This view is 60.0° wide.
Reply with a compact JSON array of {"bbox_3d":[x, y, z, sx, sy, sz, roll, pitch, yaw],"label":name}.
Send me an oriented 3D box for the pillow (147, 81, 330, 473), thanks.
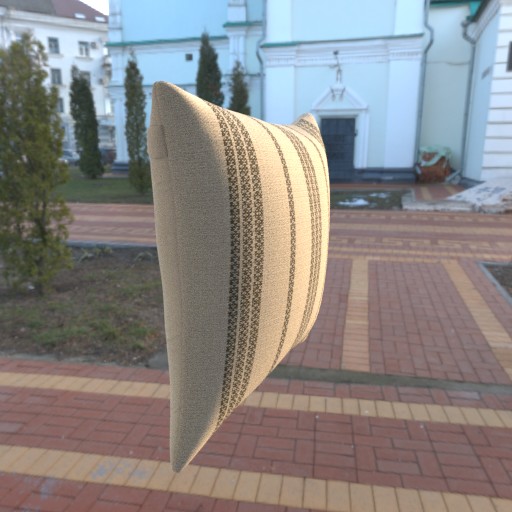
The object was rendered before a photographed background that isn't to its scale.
[{"bbox_3d":[0.000,0.000,0.612,0.173,0.406,0.405,6,15,25],"label":"pillow"}]
